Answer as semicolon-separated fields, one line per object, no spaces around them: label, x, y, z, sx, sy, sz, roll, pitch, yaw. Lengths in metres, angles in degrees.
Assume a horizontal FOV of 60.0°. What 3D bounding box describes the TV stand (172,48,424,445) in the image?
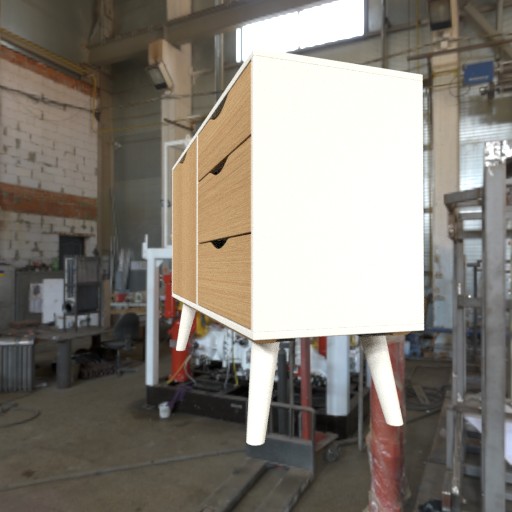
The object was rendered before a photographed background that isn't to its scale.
TV stand;0.000;0.000;1.507;0.406;0.812;1.193;0;-1;-18
